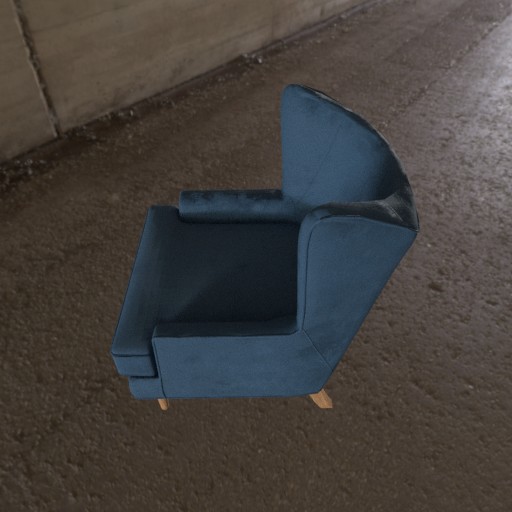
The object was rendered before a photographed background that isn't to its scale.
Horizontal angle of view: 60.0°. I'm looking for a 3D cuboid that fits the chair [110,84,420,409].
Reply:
[{"bbox_3d":[0.000,0.000,1.595,0.910,0.952,0.793,-1,42,-1],"label":"chair"}]
